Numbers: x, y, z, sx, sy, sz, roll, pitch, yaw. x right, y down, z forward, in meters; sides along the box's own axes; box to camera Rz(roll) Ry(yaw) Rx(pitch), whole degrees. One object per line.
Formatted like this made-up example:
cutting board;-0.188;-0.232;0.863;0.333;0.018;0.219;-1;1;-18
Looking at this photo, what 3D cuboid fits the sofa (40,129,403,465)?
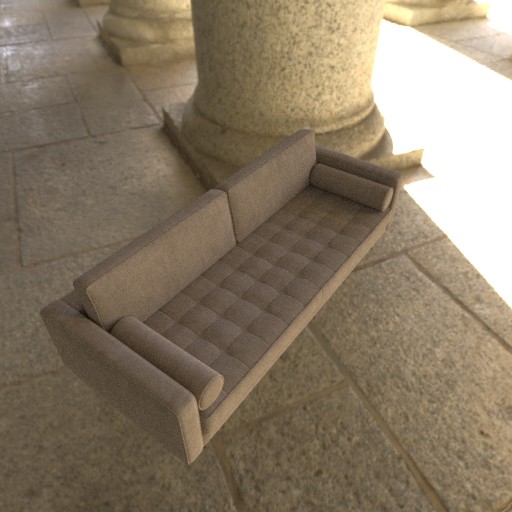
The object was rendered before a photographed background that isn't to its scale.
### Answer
sofa;0.000;0.000;2.631;0.919;0.770;2.200;26;47;27
